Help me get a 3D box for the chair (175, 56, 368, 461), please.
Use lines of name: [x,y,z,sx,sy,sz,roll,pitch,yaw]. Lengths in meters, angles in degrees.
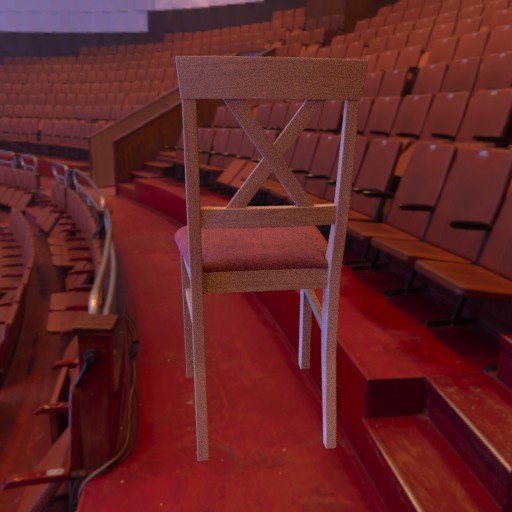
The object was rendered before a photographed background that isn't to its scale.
chair: [0.000,0.000,1.180,0.439,0.912,0.492,-2,16,-8]
